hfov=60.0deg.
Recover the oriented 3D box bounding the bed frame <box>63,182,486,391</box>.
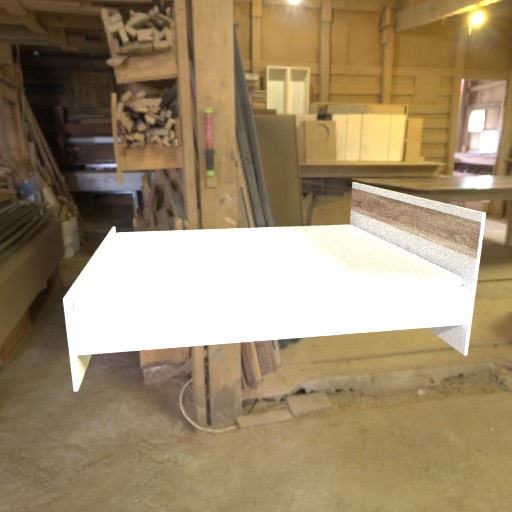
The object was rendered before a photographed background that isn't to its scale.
[{"bbox_3d":[0.000,0.000,2.990,2.060,0.800,1.720,-3,15,-10],"label":"bed frame"}]
